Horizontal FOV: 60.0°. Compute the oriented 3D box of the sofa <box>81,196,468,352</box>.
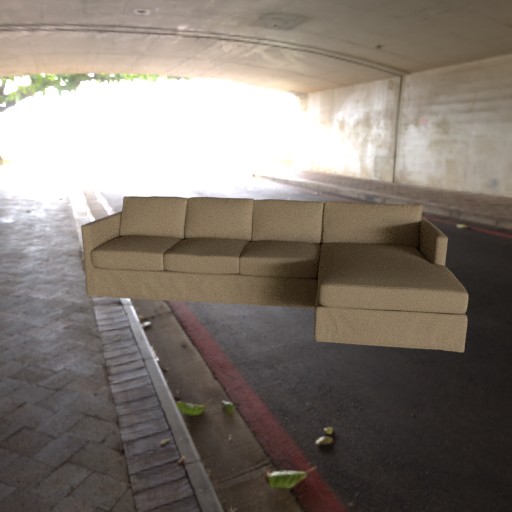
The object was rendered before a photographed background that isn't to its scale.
[{"bbox_3d":[0.000,0.000,3.942,3.206,0.871,1.622,2,15,9],"label":"sofa"}]
